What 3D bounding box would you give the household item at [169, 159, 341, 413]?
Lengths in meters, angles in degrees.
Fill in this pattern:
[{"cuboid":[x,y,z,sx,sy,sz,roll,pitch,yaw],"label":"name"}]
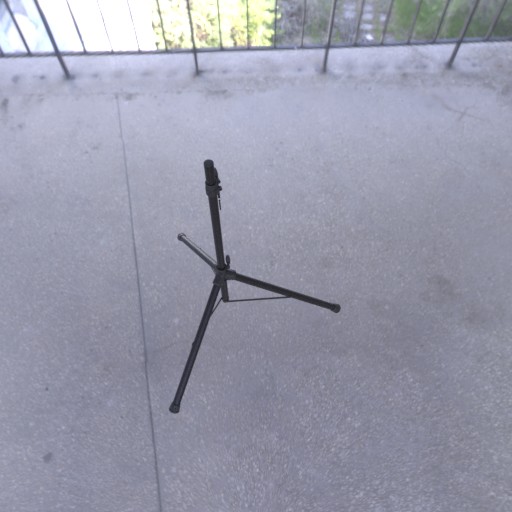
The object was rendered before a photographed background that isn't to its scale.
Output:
[{"cuboid":[0.000,0.000,1.918,0.907,1.136,1.045,-1,57,-1],"label":"household item"}]
